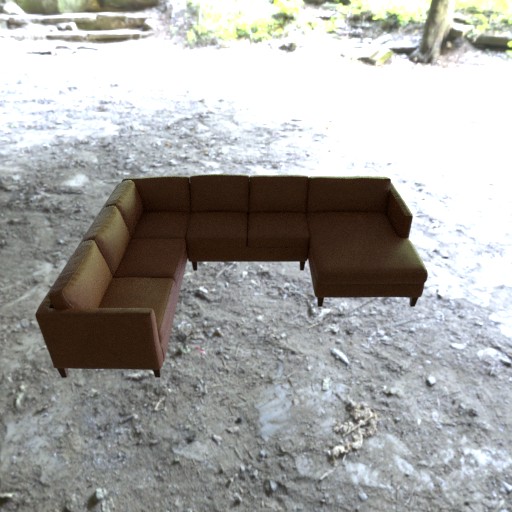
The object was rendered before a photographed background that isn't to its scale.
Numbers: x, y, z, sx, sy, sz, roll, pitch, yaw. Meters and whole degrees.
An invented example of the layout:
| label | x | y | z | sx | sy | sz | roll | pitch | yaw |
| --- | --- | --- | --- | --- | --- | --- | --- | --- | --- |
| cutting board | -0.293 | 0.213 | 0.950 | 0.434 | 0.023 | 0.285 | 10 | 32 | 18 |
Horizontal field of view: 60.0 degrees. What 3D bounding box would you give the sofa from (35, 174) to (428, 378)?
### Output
| label | x | y | z | sx | sy | sz | roll | pitch | yaw |
| --- | --- | --- | --- | --- | --- | --- | --- | --- | --- |
| sofa | 0.000 | 0.000 | 4.626 | 3.460 | 0.923 | 2.593 | 0 | 33 | 0 |
